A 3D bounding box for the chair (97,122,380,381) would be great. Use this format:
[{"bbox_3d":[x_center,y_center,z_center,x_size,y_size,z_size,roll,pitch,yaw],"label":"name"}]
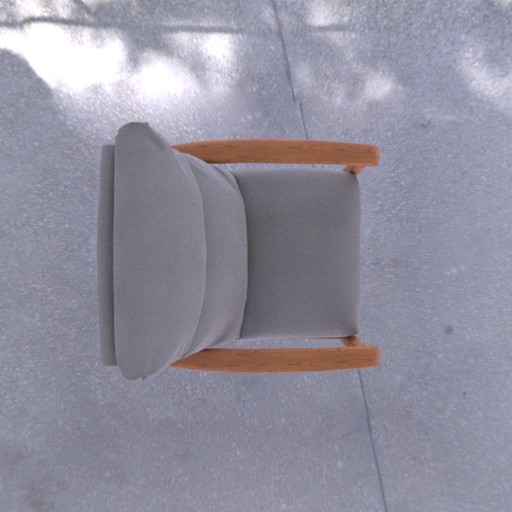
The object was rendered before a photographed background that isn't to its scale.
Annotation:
[{"bbox_3d":[0.000,0.000,1.508,0.816,0.922,0.782,0,90,0],"label":"chair"}]
